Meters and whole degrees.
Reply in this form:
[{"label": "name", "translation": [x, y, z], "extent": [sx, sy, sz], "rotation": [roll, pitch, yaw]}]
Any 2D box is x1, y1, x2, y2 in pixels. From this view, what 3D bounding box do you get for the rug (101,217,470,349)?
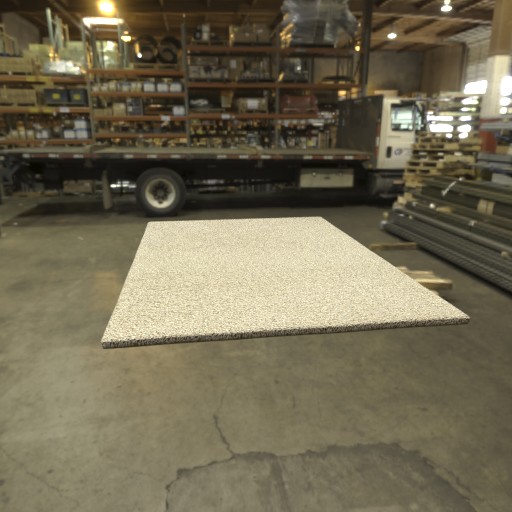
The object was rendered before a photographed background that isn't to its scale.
[{"label": "rug", "translation": [0.000, 0.000, 2.266], "extent": [1.219, 0.030, 1.778], "rotation": [-2, 16, -8]}]
